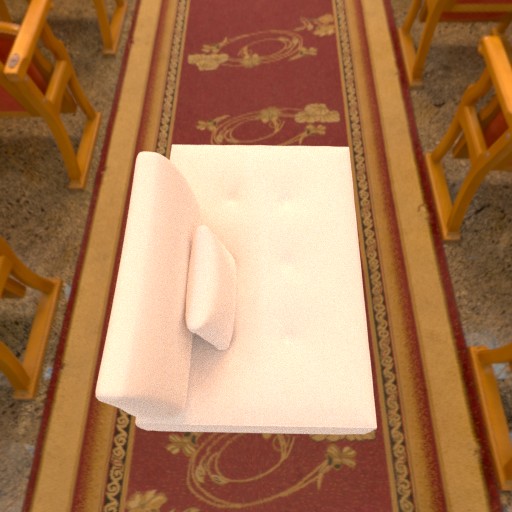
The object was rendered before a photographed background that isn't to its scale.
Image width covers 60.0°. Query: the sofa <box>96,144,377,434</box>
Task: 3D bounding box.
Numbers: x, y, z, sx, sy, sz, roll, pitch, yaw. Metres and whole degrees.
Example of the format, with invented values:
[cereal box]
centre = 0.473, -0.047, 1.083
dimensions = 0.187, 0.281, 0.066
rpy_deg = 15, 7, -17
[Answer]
[sofa]
centre = 0.000, 0.000, 2.026
dimensions = 1.000, 0.820, 1.450
rpy_deg = 1, 63, 0
